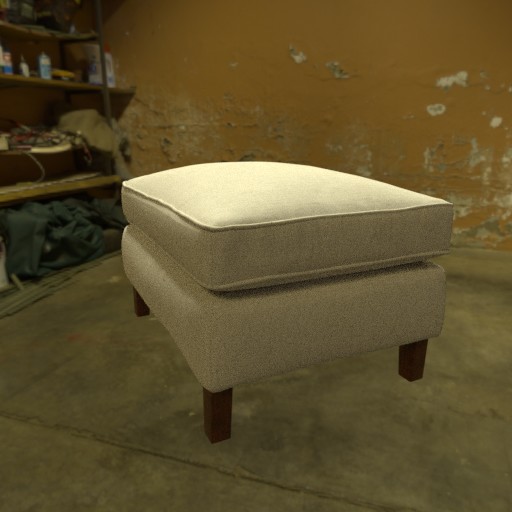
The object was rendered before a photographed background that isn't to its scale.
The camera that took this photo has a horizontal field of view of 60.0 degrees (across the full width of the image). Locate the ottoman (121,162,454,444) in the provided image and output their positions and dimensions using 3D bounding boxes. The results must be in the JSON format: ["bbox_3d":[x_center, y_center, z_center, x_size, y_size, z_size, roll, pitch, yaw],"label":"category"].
[{"bbox_3d":[0.000,0.000,0.981,0.501,0.406,0.665,-7,17,-25],"label":"ottoman"}]
